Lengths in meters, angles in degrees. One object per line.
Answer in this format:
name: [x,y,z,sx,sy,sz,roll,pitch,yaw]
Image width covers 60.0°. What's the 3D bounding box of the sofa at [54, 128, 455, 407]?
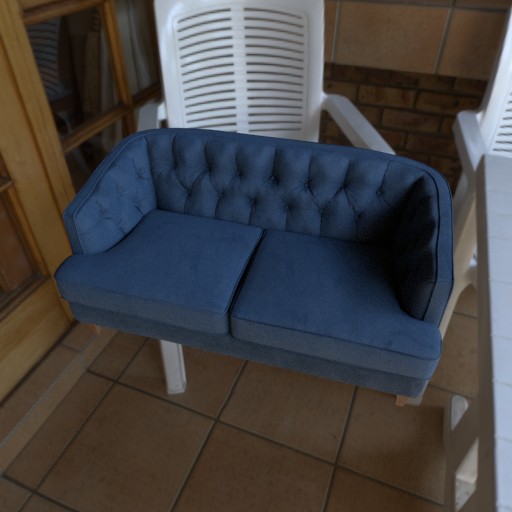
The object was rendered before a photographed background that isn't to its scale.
sofa: [0.000,0.000,2.212,1.733,0.854,0.941,10,41,12]
